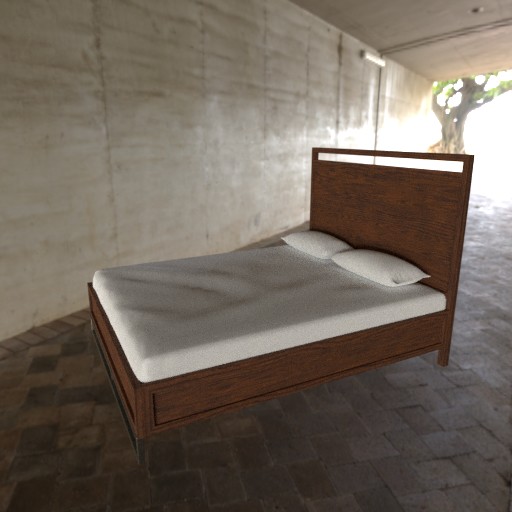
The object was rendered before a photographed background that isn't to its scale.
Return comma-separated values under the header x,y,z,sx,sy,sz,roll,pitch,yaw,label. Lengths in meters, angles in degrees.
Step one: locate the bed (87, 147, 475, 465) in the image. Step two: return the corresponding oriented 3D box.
x,y,z,sx,sy,sz,roll,pitch,yaw,label
0.000,0.000,3.276,2.218,1.487,1.765,-8,17,-26,bed
